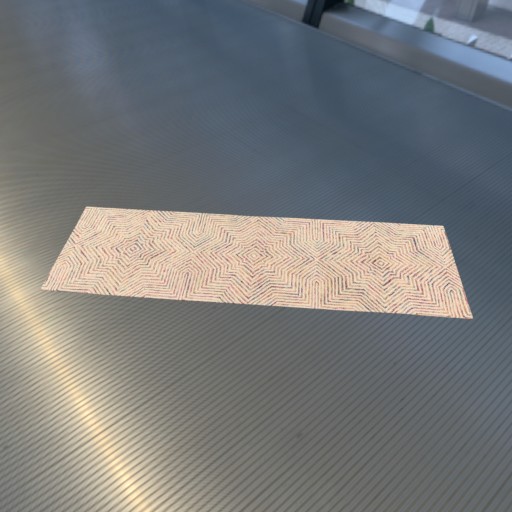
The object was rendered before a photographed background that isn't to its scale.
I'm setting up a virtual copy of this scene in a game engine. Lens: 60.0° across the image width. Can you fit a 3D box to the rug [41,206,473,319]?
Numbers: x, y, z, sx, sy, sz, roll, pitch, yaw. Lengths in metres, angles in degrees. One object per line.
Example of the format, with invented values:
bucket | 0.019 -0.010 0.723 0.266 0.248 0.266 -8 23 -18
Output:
rug | 0.000 0.000 2.755 2.443 0.009 0.771 3 45 3
